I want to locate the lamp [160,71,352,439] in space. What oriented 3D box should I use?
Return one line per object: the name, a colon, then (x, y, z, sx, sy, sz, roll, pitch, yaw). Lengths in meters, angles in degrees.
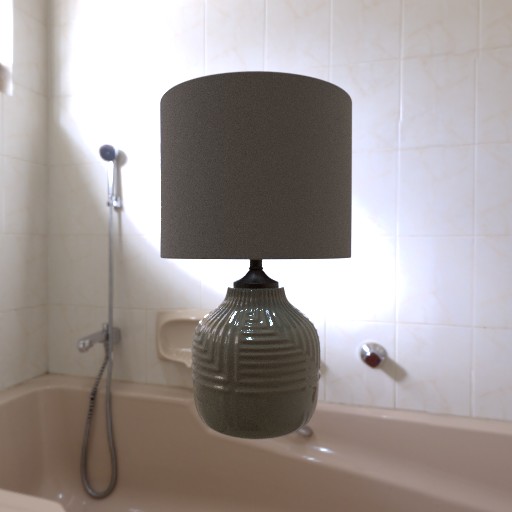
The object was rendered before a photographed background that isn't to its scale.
lamp: (0.000, 0.000, 0.753, 0.318, 0.567, 0.318, 0, 1, 0)
